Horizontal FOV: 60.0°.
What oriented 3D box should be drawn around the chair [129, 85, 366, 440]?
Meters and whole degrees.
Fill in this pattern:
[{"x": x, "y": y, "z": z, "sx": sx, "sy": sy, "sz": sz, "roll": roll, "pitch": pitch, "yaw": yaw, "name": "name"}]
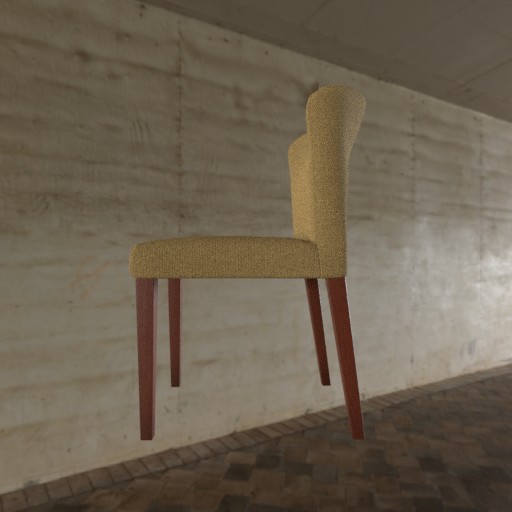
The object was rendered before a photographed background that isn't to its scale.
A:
[{"x": 0.000, "y": 0.000, "z": 1.229, "sx": 0.589, "sy": 0.839, "sz": 0.491, "roll": 0, "pitch": 0, "yaw": -1, "name": "chair"}]
